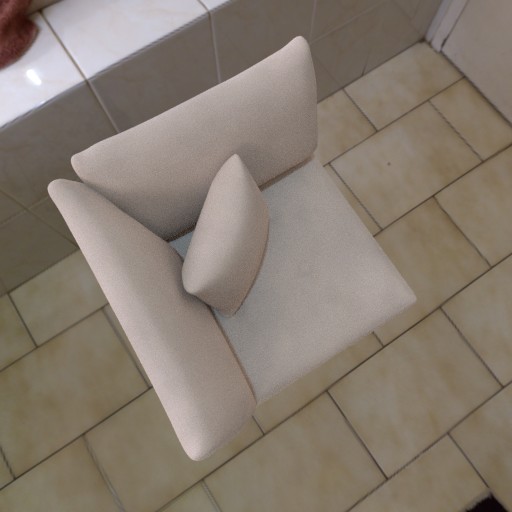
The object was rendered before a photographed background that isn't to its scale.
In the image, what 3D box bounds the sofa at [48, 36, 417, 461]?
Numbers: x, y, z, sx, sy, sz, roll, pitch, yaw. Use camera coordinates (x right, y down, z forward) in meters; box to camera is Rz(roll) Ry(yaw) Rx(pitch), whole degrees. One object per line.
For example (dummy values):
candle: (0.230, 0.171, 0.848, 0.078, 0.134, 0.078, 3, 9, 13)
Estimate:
sofa: (0.000, 0.000, 1.704, 1.000, 0.820, 1.000, -31, 77, -8)
